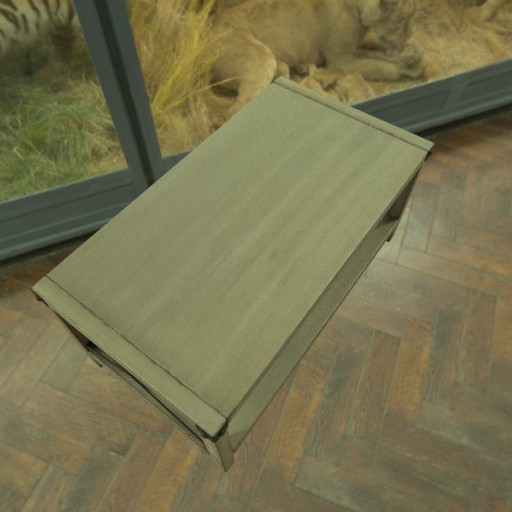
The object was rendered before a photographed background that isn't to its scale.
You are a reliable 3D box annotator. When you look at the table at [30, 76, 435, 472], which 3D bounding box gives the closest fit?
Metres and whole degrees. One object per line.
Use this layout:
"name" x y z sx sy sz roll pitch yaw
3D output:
"table" 0.000 0.000 1.332 0.559 0.456 1.016 32 62 19
